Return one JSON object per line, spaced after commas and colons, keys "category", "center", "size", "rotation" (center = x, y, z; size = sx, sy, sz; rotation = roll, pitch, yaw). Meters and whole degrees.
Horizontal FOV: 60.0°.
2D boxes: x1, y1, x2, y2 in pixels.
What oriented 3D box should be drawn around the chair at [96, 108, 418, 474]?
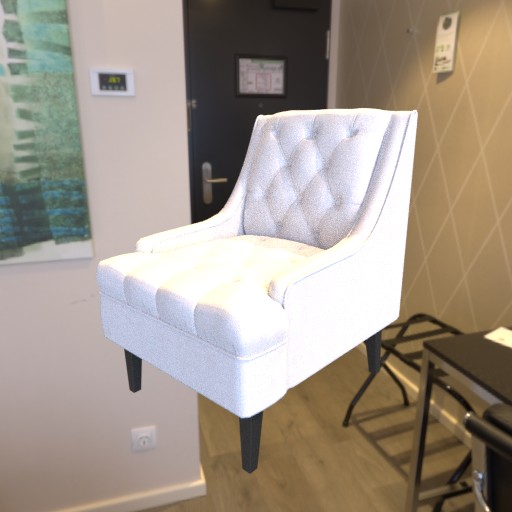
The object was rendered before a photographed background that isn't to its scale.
{"category": "chair", "center": [0.000, 0.000, 1.383], "size": [0.658, 0.891, 0.772], "rotation": [14, 21, 41]}
